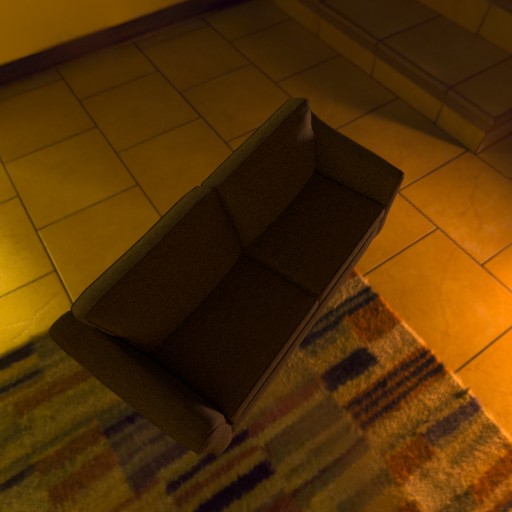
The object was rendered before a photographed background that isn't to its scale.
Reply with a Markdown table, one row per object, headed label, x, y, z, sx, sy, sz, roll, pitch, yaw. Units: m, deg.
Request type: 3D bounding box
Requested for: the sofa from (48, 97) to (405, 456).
| label | x | y | z | sx | sy | sz | roll | pitch | yaw |
| --- | --- | --- | --- | --- | --- | --- | --- | --- | --- |
| sofa | 0.000 | 0.000 | 2.773 | 0.971 | 0.950 | 2.270 | 31 | 62 | 19 |
